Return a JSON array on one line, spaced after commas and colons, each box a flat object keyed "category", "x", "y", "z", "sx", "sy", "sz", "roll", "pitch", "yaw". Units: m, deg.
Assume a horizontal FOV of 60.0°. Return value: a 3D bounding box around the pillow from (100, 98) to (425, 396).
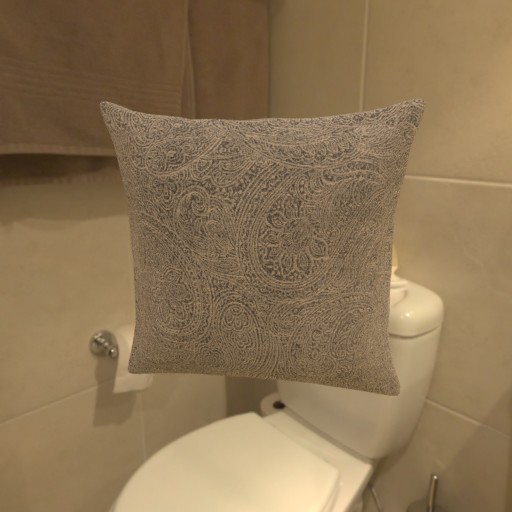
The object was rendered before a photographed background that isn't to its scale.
[{"category": "pillow", "x": 0.000, "y": 0.000, "z": 0.767, "sx": 0.523, "sy": 0.510, "sz": 0.166, "roll": 3, "pitch": 16, "yaw": 9}]
